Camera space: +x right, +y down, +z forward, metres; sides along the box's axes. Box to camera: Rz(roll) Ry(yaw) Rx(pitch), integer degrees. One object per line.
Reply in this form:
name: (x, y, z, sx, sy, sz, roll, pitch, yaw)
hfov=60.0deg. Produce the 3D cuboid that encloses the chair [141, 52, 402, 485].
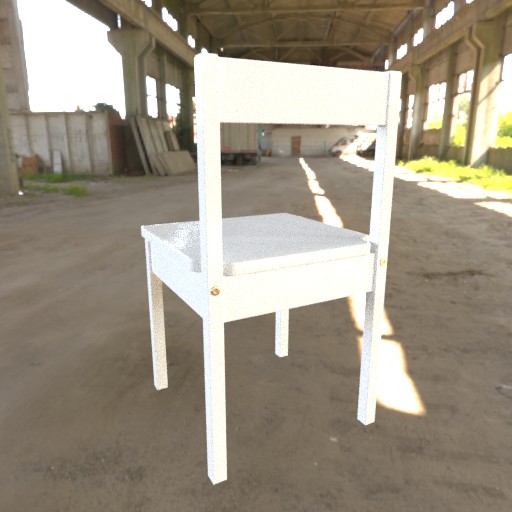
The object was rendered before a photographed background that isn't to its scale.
chair: (0.000, 0.000, 0.886, 0.367, 0.668, 0.361, -8, 17, -28)
